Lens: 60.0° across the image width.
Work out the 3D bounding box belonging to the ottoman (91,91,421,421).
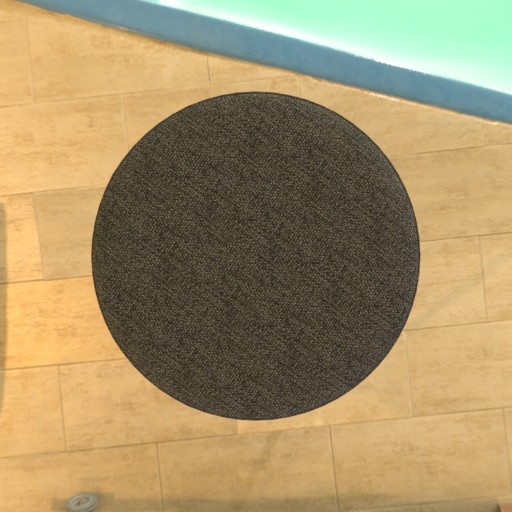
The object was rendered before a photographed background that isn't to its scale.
[{"bbox_3d":[0.000,0.000,0.876,0.520,0.430,0.520,0,90,0],"label":"ottoman"}]
